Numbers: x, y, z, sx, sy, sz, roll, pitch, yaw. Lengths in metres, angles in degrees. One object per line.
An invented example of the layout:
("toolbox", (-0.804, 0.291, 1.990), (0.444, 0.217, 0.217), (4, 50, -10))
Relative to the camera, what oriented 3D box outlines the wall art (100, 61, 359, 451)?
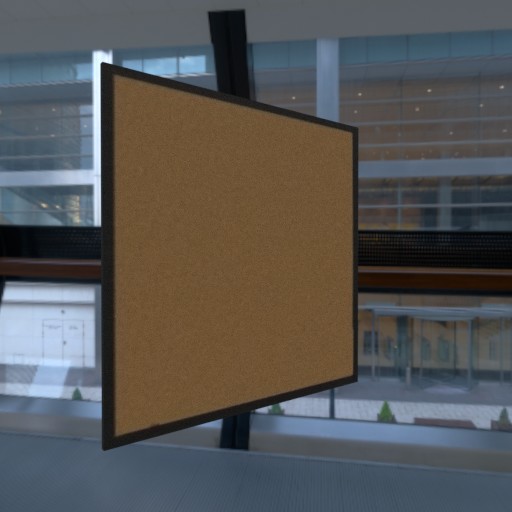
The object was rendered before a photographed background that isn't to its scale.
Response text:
("wall art", (0.000, 0.000, 1.192), (0.823, 0.823, 0.013), (0, 1, -37))
